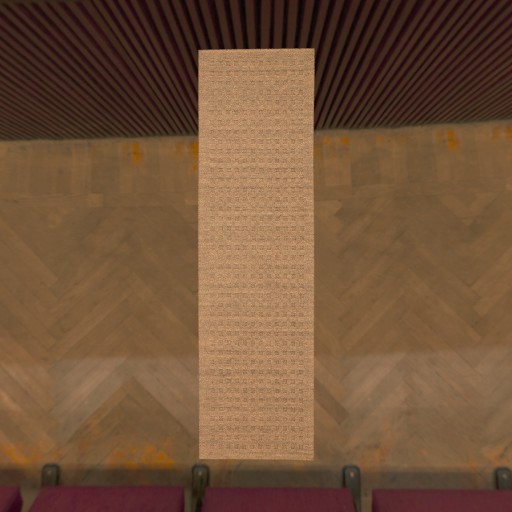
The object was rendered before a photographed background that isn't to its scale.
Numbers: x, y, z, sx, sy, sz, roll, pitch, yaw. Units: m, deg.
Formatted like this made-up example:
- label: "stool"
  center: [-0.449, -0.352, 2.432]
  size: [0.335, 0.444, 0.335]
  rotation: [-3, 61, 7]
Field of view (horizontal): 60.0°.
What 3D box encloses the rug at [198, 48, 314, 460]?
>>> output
- label: "rug"
  center: [0.000, 0.000, 2.634]
  size: [0.688, 0.005, 2.437]
  rotation: [0, 91, 1]
